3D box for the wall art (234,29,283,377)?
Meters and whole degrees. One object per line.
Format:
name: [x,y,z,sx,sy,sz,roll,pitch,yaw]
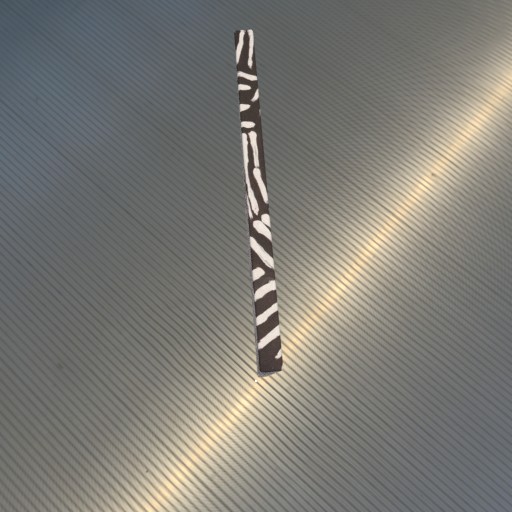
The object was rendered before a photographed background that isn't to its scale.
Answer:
wall art: [0.000,0.000,1.179,0.035,0.918,0.615,-4,74,-1]
